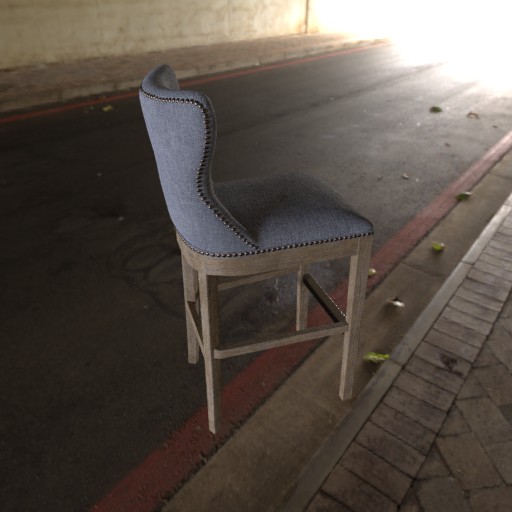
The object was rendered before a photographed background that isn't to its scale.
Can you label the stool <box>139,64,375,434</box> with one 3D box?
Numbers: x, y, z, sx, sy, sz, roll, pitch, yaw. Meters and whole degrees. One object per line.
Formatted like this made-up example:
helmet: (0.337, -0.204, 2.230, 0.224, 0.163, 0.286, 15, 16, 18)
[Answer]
stool: (0.000, 0.000, 1.447, 0.606, 1.123, 0.494, -10, 33, -16)
